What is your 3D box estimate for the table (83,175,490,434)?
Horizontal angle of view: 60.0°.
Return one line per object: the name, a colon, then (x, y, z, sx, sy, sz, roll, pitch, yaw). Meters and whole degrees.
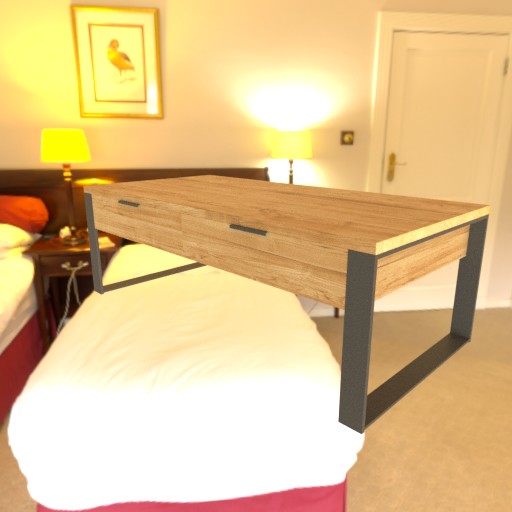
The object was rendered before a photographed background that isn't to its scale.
table: (0.000, 0.000, 1.437, 0.590, 0.400, 1.180, -15, 22, -43)
